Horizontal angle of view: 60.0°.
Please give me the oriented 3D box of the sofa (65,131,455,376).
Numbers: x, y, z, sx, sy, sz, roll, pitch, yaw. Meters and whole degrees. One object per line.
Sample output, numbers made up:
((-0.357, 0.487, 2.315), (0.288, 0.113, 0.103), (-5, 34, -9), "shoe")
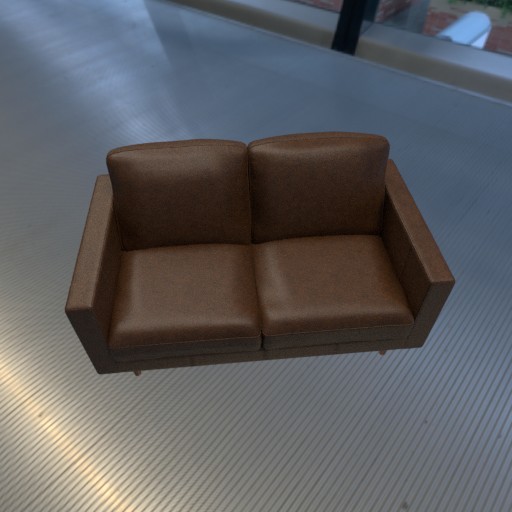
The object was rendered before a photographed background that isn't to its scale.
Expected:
((0.000, 0.000, 2.198), (1.578, 0.951, 0.909), (-4, 47, -4), "sofa")
